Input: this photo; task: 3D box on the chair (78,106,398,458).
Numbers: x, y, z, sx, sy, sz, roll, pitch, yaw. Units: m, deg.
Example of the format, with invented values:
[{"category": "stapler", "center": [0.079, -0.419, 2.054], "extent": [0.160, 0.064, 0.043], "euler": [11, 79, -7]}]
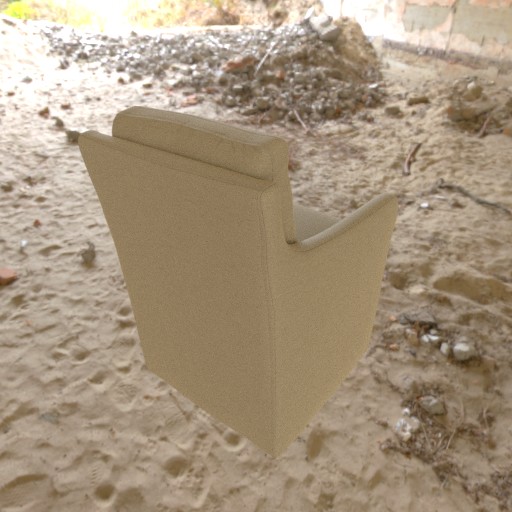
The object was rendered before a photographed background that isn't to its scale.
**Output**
[{"category": "chair", "center": [0.000, 0.000, 1.364], "extent": [0.626, 0.914, 0.694], "euler": [22, 38, 32]}]
